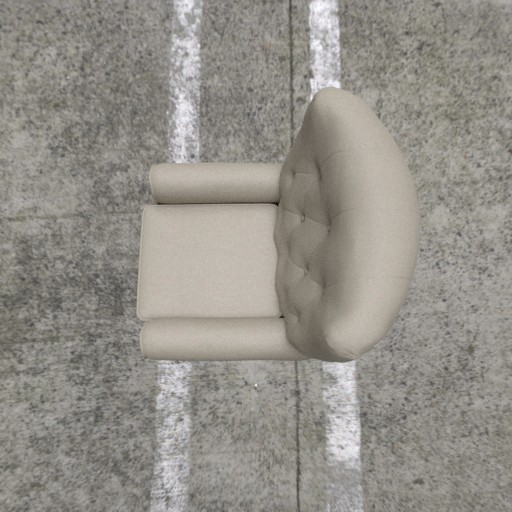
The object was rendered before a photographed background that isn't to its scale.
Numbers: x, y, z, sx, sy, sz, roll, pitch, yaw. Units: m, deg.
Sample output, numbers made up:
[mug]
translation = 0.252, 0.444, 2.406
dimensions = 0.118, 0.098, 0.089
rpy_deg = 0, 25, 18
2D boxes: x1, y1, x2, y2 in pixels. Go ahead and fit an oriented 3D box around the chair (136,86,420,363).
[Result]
[chair]
translation = 0.000, 0.000, 1.917
dimensions = 1.059, 1.158, 0.943
rpy_deg = 0, 74, 0
